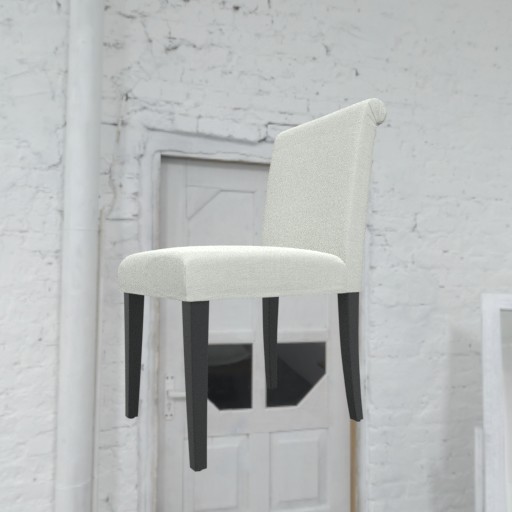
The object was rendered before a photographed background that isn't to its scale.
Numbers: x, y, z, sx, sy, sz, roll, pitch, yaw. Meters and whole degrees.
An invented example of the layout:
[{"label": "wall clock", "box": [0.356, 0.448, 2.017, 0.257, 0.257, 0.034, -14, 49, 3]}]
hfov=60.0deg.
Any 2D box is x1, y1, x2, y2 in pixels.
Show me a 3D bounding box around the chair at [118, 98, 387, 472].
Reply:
[{"label": "chair", "box": [0.000, 0.000, 1.361, 0.708, 0.976, 0.452, 1, -1, -36]}]
